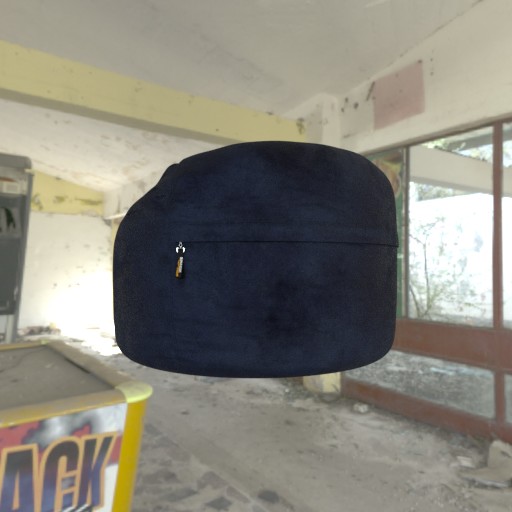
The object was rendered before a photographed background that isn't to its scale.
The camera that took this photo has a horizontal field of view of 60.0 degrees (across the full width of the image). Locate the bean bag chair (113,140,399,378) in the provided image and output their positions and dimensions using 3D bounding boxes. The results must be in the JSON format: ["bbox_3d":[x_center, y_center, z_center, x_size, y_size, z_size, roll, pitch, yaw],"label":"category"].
[{"bbox_3d":[0.000,0.000,1.487,0.918,0.616,0.918,0,-1,0],"label":"bean bag chair"}]
